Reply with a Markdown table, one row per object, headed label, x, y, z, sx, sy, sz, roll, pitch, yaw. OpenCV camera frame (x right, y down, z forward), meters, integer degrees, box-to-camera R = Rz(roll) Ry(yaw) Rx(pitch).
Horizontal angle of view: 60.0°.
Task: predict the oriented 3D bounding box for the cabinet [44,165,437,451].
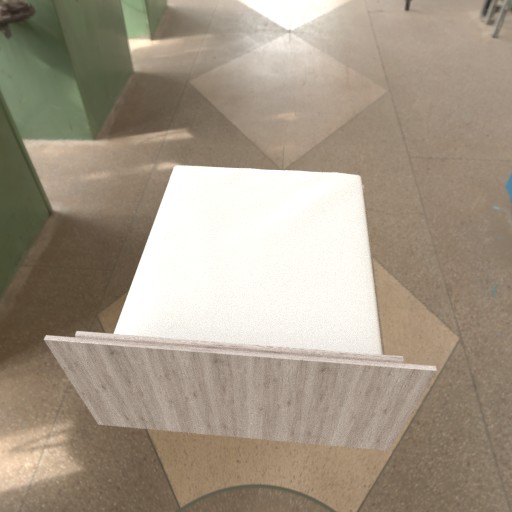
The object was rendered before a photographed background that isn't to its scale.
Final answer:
| label | x | y | z | sx | sy | sz | roll | pitch | yaw |
| --- | --- | --- | --- | --- | --- | --- | --- | --- | --- |
| cabinet | 0.000 | 0.000 | 3.010 | 1.750 | 0.970 | 2.080 | 4 | 47 | 3 |
